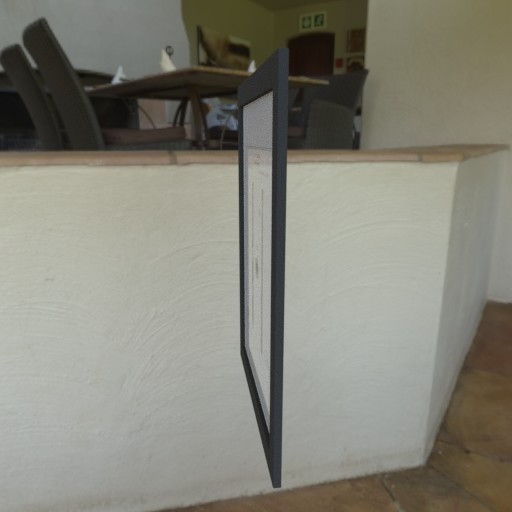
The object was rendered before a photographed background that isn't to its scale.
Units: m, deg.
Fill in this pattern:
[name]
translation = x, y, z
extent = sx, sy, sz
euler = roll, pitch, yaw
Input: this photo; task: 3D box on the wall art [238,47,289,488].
[wall art]
translation = 0.000, 0.000, 0.689
extent = 0.012, 0.529, 0.374
euler = -2, 15, -8
